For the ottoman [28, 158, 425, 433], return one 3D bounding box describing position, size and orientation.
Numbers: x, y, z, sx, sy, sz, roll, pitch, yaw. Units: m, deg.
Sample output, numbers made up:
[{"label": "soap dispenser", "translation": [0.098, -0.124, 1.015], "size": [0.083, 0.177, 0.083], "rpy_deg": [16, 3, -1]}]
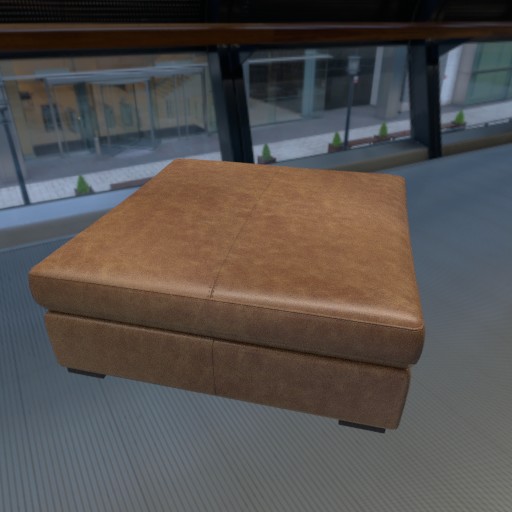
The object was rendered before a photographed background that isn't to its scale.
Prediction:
[{"label": "ottoman", "translation": [0.000, 0.000, 1.796], "size": [1.168, 0.483, 1.169], "rpy_deg": [7, 31, 12]}]
